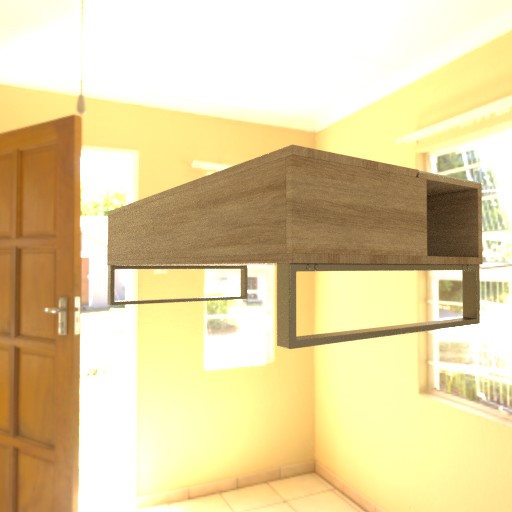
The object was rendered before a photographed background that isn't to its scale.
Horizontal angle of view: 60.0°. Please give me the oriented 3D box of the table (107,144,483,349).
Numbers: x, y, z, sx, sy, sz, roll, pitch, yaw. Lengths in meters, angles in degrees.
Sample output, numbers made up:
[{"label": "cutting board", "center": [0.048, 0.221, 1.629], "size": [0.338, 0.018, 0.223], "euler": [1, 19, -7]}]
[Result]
[{"label": "table", "center": [0.000, 0.000, 1.376], "size": [0.600, 0.350, 1.100], "euler": [1, -2, -34]}]
